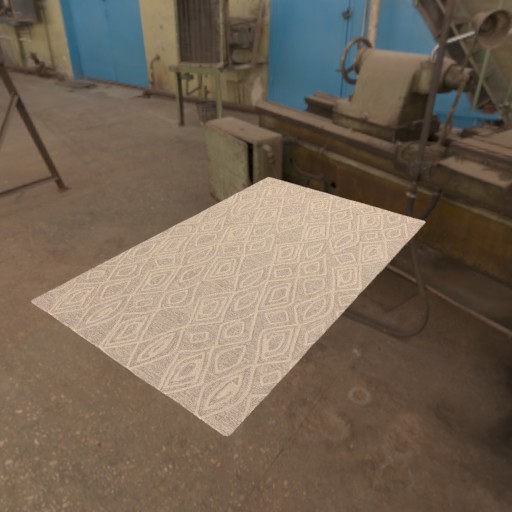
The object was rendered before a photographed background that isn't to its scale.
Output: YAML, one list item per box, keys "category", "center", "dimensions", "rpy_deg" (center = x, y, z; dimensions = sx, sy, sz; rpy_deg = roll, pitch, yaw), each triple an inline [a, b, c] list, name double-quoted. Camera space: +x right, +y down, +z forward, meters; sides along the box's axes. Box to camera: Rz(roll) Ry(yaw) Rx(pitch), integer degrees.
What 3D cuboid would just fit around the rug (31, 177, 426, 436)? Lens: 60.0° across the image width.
- category: "rug"
  center: [0.000, 0.000, 3.076]
  dimensions: [1.546, 0.010, 2.442]
  rpy_deg: [22, 38, 31]
